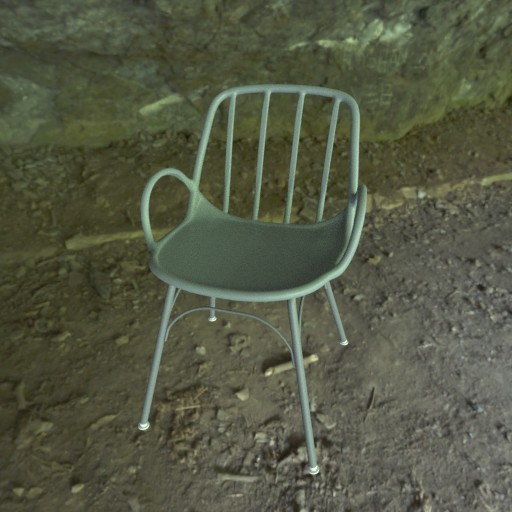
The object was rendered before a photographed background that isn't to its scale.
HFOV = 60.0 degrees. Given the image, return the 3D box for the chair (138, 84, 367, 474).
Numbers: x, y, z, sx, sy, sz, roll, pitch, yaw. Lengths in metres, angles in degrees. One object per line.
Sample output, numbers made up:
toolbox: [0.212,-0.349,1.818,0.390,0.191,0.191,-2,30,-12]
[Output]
chair: [0.000,0.000,1.194,0.549,0.816,0.597,8,27,15]
